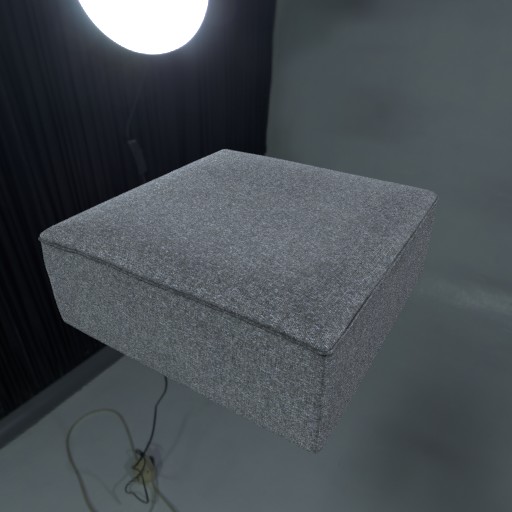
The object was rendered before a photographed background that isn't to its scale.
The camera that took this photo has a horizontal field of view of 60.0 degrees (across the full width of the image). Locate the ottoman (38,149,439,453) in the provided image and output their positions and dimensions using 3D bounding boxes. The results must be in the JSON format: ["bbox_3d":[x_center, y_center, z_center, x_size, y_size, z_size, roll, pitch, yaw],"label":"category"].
[{"bbox_3d":[0.000,0.000,1.604,1.017,0.423,1.021,18,36,28],"label":"ottoman"}]
